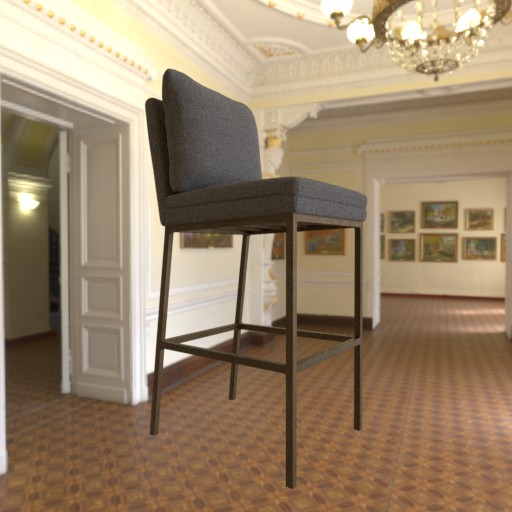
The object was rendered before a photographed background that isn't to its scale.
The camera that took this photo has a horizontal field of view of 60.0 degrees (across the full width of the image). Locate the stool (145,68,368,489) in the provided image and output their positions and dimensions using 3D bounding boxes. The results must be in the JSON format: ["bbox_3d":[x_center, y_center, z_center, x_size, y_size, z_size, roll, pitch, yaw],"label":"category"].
[{"bbox_3d":[0.000,0.000,1.413,0.569,1.132,0.463,1,1,35],"label":"stool"}]
